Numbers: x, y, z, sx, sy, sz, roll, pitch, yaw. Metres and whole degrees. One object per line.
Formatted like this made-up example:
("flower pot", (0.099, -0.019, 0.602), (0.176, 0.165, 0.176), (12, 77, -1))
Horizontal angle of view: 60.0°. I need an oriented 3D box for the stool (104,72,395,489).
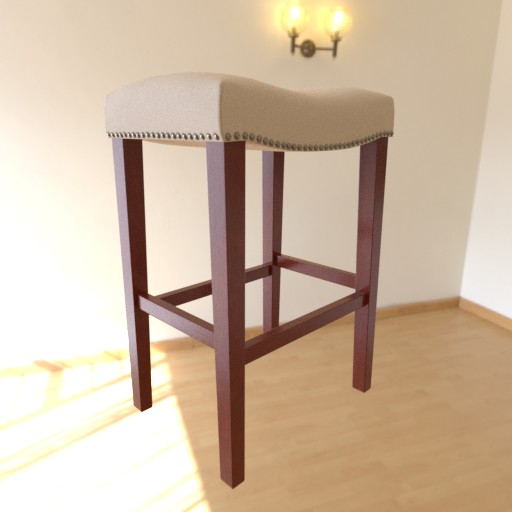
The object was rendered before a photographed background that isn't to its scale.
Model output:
("stool", (0.000, 0.000, 1.011), (0.504, 0.742, 0.372), (-15, 22, -42))
